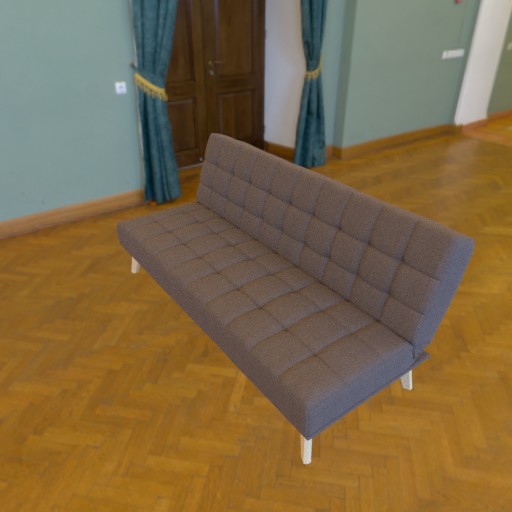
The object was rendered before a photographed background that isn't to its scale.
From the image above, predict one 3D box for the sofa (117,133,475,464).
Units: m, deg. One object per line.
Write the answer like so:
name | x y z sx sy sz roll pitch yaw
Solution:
sofa | 0.000 0.000 2.322 0.860 0.810 1.800 -21 37 -30
